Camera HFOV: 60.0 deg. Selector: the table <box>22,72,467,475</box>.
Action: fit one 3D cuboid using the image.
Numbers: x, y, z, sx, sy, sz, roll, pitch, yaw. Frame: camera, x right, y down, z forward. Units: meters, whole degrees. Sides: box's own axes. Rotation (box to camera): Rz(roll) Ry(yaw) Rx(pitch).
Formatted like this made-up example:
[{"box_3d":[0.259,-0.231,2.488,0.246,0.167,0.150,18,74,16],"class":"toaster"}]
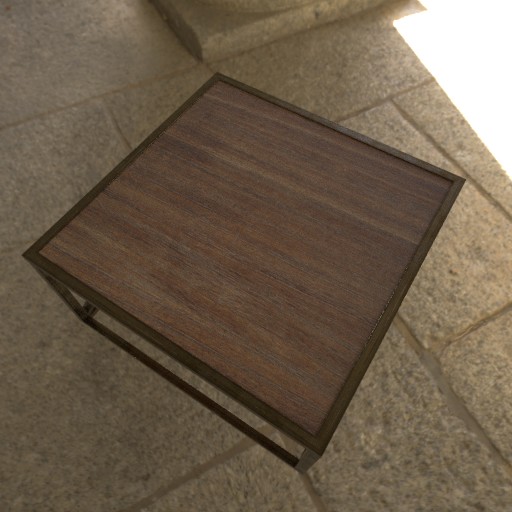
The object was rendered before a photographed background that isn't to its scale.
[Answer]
[{"box_3d":[0.000,0.000,1.441,0.909,0.451,0.899,29,63,16],"class":"table"}]
